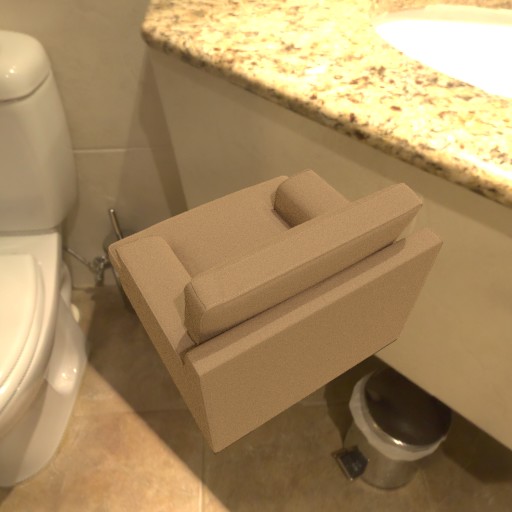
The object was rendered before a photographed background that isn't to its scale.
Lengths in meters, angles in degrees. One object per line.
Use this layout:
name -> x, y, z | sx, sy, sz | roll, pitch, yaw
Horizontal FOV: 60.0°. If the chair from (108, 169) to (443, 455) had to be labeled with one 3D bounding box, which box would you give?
chair -> 0.000, 0.000, 2.171 | 1.293, 1.005, 1.274 | -32, 55, -26
